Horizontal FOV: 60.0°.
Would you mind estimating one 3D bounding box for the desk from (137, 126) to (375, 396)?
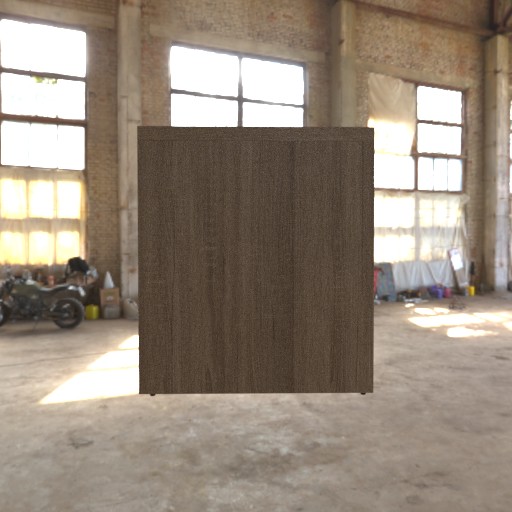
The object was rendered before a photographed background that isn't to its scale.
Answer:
[{"bbox_3d":[0.000,0.000,2.094,0.690,0.760,1.700,0,1,-1],"label":"desk"}]
